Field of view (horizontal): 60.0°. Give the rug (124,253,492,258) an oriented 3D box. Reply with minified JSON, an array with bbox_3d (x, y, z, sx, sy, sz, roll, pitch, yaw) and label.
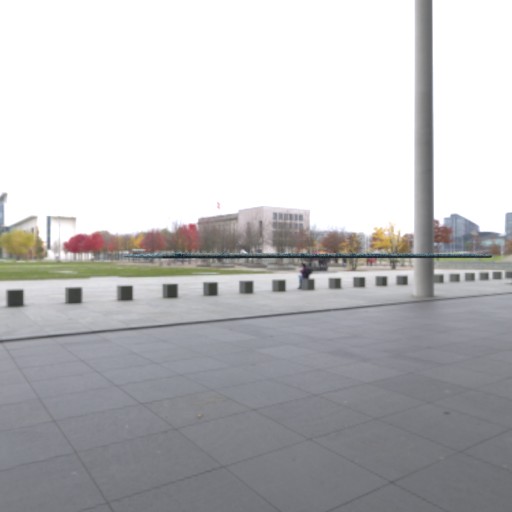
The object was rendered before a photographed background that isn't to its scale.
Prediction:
[{"bbox_3d":[0.000,0.000,2.305,1.219,0.016,1.829,0,0,-20],"label":"rug"}]
